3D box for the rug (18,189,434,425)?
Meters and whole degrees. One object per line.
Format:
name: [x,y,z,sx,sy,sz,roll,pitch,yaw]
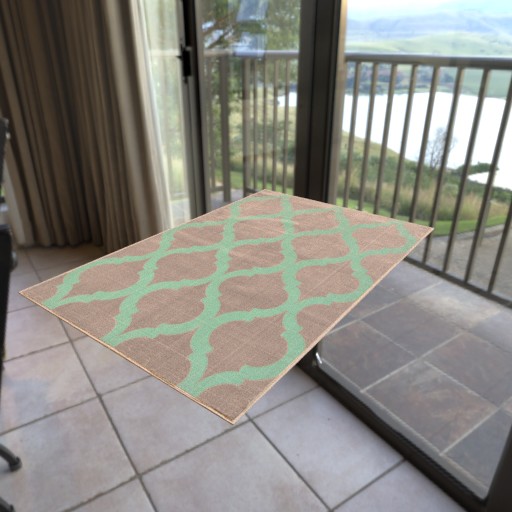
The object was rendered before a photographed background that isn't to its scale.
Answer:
rug: [0.000,0.000,2.820,1.524,0.006,2.286,19,32,33]
